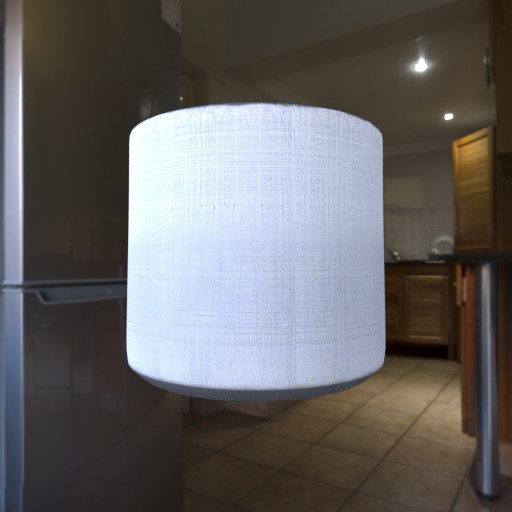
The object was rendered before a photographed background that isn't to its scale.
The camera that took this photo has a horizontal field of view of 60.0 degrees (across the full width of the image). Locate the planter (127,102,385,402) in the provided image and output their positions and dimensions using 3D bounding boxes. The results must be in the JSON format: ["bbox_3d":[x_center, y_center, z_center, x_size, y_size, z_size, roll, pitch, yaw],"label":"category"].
[{"bbox_3d":[0.000,0.000,0.395,0.221,0.201,0.221,0,0,0],"label":"planter"}]
